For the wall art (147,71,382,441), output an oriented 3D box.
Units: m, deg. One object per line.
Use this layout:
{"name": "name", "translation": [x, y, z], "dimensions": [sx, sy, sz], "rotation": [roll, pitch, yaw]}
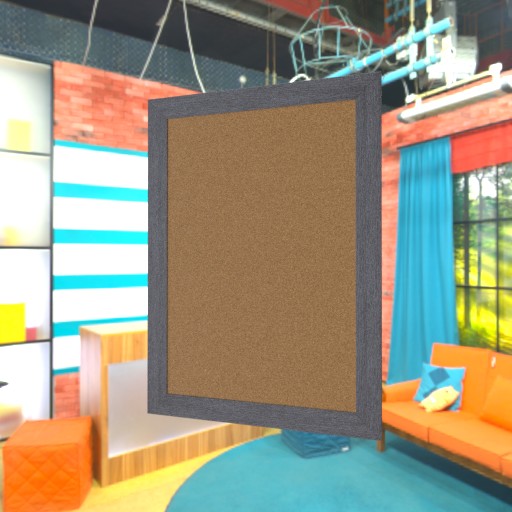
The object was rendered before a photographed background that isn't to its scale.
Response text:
{"name": "wall art", "translation": [0.000, 0.000, 1.407], "dimensions": [0.768, 1.070, 0.020], "rotation": [0, 0, 17]}
